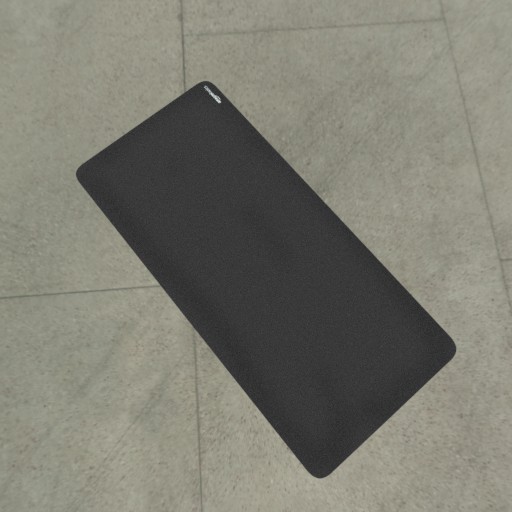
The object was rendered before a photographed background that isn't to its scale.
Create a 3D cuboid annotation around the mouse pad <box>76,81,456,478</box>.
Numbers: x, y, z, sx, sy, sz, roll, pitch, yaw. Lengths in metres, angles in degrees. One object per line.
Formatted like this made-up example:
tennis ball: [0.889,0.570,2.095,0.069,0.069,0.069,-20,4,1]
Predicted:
mouse pad: [0.000,0.000,1.030,0.424,0.003,0.907,-39,78,-10]
